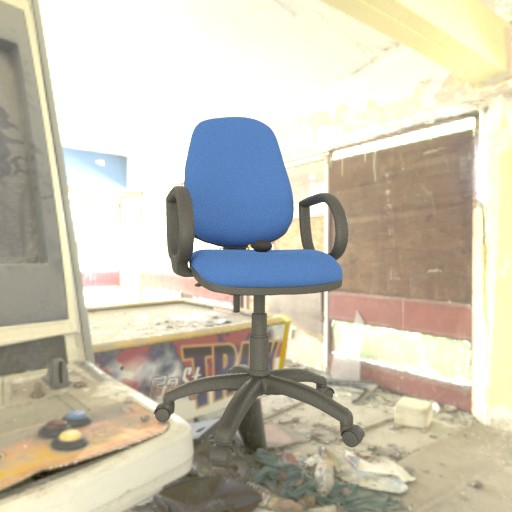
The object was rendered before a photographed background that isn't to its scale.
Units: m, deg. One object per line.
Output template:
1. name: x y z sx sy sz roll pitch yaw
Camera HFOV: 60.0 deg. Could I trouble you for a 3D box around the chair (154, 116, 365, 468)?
1. chair: 0.000 0.000 1.239 0.552 0.905 0.549 0 1 -19
